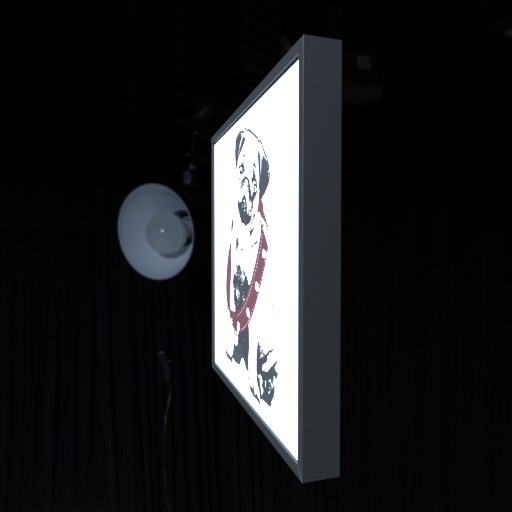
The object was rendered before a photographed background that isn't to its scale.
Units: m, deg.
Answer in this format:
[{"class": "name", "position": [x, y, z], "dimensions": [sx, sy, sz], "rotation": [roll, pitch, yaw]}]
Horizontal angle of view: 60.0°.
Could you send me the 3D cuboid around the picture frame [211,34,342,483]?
[{"class": "picture frame", "position": [0.000, 0.000, 0.469], "dimensions": [0.030, 0.317, 0.317], "rotation": [0, 2, -17]}]
